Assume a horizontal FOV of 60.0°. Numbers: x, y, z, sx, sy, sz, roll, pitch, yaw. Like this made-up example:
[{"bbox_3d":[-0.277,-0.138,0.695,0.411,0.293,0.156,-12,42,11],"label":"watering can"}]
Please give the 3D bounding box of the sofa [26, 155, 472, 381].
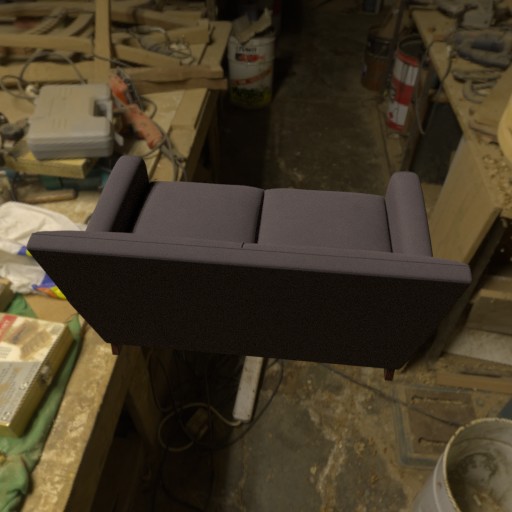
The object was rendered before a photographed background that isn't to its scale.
[{"bbox_3d":[0.000,0.000,1.912,1.420,0.846,0.871,4,46,4],"label":"sofa"}]
